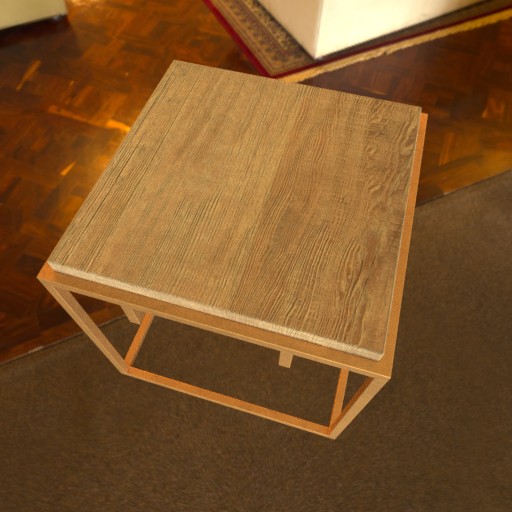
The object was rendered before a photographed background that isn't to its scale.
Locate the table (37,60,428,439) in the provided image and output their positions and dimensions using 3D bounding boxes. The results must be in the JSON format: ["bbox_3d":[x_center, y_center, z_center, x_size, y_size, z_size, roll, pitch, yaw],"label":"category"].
[{"bbox_3d":[0.000,0.000,1.080,0.599,0.584,0.599,14,60,9],"label":"table"}]
